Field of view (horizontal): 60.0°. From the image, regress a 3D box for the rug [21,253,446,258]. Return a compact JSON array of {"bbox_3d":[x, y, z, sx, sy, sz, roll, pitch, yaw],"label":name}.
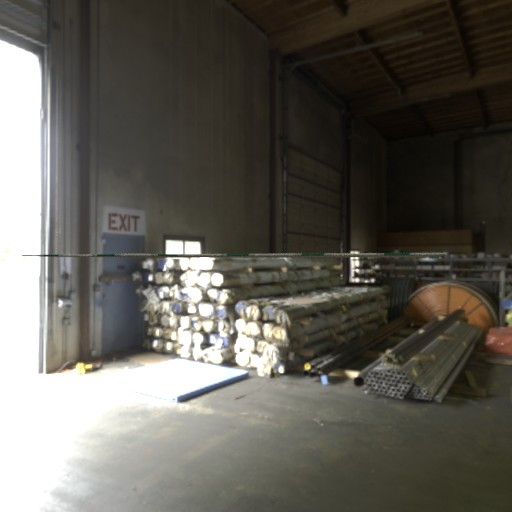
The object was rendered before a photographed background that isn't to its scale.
[{"bbox_3d":[0.000,0.000,4.119,3.041,0.019,2.434,0,-1,18],"label":"rug"}]
